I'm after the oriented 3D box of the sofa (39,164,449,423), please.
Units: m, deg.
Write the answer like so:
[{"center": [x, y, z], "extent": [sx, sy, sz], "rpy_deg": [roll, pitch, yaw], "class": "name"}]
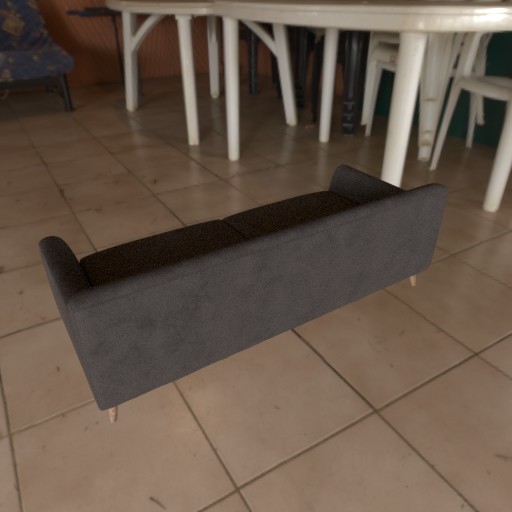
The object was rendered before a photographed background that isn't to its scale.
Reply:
[{"center": [0.000, 0.000, 2.640], "extent": [2.190, 0.740, 0.900], "rpy_deg": [-18, 36, -27], "class": "sofa"}]
